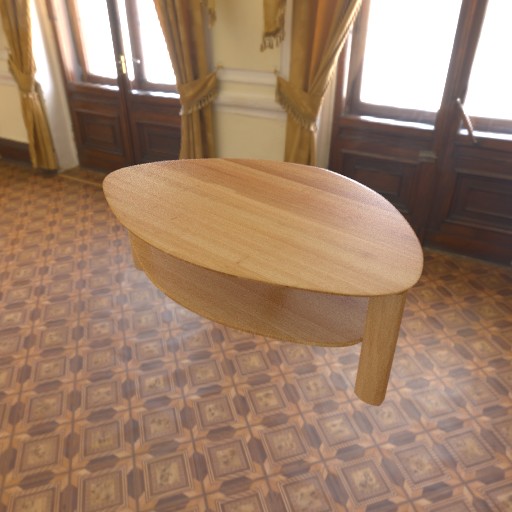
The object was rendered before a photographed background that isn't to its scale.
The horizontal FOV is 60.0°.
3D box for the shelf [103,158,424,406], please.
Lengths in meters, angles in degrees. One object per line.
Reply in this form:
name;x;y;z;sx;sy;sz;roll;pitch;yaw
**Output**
shelf;0.000;0.000;1.632;1.246;0.440;0.845;24;38;34
